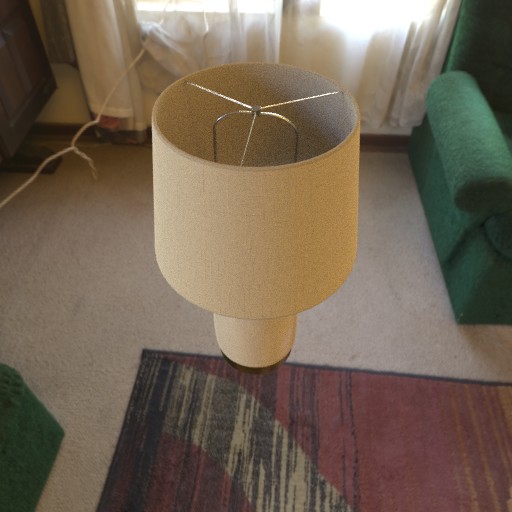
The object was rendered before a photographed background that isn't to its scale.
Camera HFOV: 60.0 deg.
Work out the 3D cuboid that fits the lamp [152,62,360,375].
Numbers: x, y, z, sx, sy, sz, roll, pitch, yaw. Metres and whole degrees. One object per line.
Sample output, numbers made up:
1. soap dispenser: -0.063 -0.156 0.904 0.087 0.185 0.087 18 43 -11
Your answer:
1. lamp: 0.000 0.000 0.664 0.285 0.483 0.285 0 47 0
